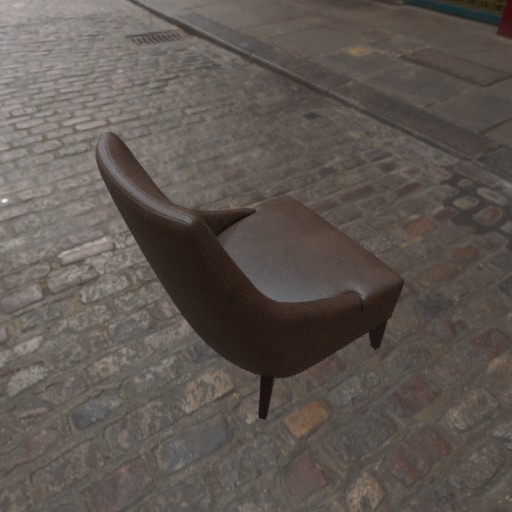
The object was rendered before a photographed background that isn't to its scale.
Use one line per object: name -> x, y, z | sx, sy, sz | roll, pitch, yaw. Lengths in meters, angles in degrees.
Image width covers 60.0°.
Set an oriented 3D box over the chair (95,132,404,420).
chair -> 0.000, 0.000, 1.550 | 0.861, 0.909, 0.701 | -24, 46, -26
